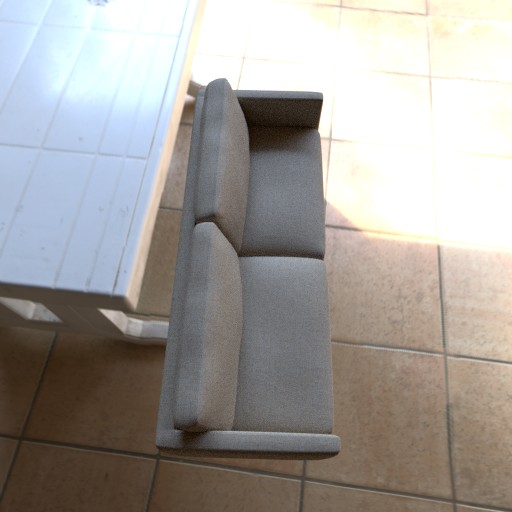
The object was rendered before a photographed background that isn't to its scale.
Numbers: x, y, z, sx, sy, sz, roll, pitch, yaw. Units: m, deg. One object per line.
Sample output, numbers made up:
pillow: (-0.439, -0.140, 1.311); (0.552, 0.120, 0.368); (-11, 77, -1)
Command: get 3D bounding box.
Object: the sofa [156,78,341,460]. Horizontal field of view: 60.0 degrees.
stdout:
sofa: (0.000, 0.000, 2.936); (0.951, 0.965, 2.434); (1, 64, 1)
